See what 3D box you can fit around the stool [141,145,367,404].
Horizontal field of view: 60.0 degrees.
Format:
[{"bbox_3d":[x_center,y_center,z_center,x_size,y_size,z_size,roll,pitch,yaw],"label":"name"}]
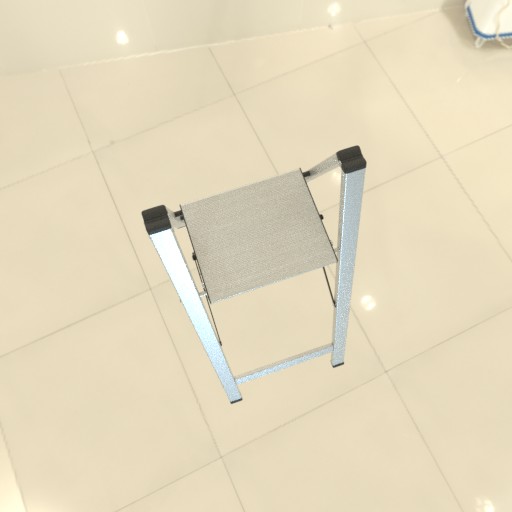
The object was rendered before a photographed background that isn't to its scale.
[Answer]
[{"bbox_3d":[0.000,0.000,1.264,0.441,0.902,0.730,-18,74,-5],"label":"stool"}]
